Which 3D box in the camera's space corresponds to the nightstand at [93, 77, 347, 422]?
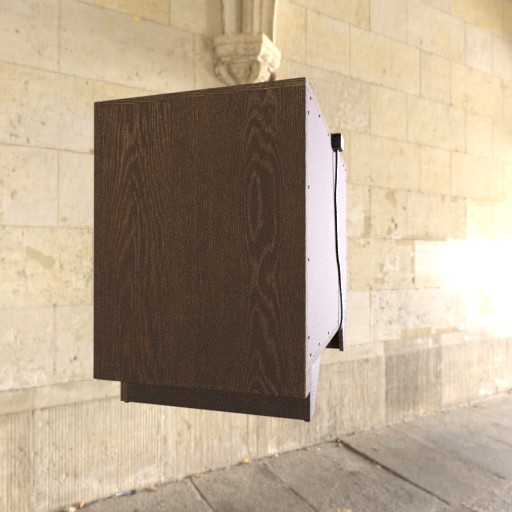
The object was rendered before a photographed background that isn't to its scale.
[{"bbox_3d":[0.000,0.000,1.190,0.457,0.612,0.775,0,0,17],"label":"nightstand"}]
